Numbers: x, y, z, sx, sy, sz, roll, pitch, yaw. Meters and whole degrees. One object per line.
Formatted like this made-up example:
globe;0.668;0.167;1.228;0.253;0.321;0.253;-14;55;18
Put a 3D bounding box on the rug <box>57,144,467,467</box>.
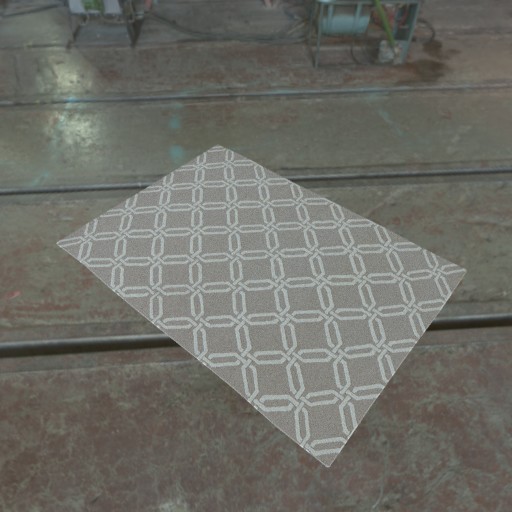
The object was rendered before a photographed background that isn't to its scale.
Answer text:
rug;0.000;0.000;2.798;2.135;0.013;1.524;32;55;26
